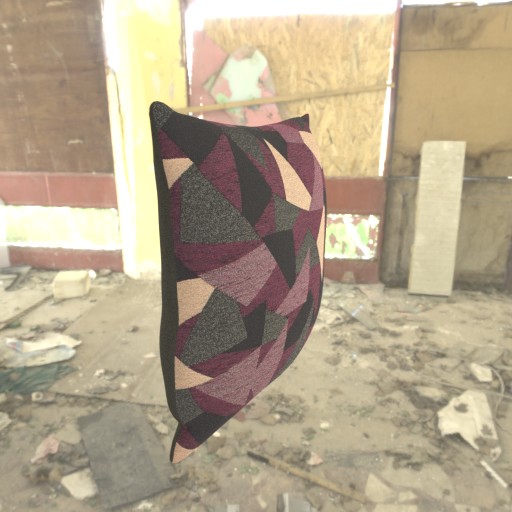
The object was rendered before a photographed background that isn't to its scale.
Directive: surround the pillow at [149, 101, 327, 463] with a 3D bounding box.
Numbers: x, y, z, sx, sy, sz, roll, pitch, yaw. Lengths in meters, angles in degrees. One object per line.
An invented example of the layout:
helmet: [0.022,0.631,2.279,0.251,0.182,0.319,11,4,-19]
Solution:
pillow: [0.000,0.000,0.775,0.208,0.496,0.503,9,19,26]
